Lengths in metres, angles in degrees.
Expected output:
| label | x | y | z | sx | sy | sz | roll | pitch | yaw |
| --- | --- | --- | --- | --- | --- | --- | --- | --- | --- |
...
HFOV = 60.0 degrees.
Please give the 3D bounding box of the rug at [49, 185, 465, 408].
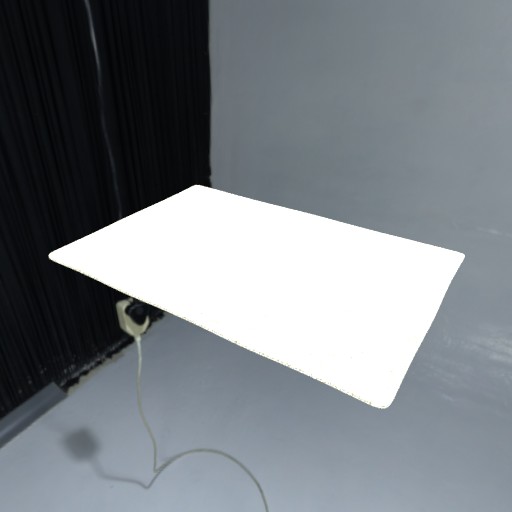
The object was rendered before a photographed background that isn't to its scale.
| label | x | y | z | sx | sy | sz | roll | pitch | yaw |
| --- | --- | --- | --- | --- | --- | --- | --- | --- | --- |
| rug | 0.000 | 0.000 | 3.421 | 2.698 | 0.025 | 1.798 | 18 | 35 | 28 |
